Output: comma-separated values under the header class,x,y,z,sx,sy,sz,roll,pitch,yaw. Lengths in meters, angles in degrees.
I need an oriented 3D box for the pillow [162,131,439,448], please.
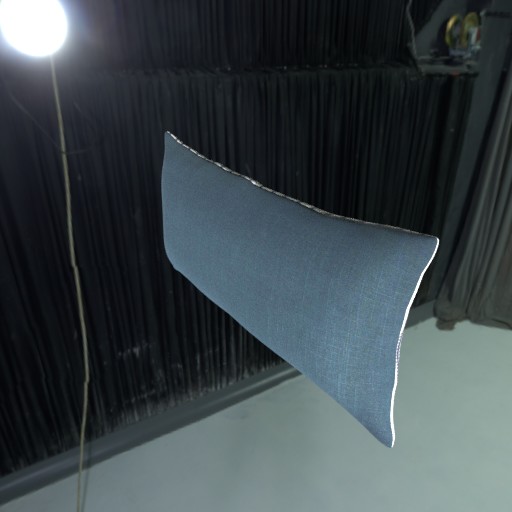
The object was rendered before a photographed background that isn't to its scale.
class,x,y,z,sx,sy,sz,roll,pitch,yaw
pillow,0.000,0.000,0.721,0.151,0.305,0.609,-18,32,-32
